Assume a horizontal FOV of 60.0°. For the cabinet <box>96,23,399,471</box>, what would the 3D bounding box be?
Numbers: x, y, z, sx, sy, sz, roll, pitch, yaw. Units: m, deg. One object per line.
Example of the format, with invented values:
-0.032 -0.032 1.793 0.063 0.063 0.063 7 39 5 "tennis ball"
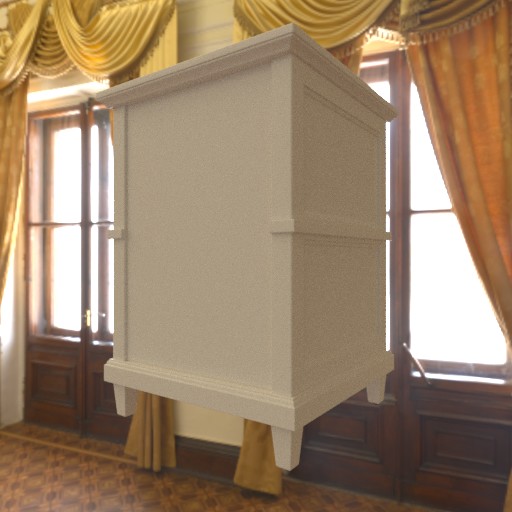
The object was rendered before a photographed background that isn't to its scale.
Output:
0.000 0.000 1.114 0.544 0.775 0.547 0 0 36 "cabinet"
